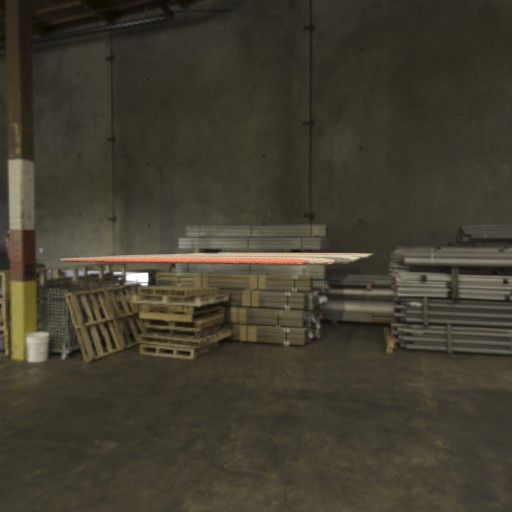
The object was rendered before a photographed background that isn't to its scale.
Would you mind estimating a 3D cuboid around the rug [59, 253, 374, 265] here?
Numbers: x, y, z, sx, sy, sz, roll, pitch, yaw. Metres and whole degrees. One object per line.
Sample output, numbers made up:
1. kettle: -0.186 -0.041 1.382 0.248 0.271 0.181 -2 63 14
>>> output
1. rug: 0.000 0.000 3.164 1.530 0.017 2.446 0 1 18
